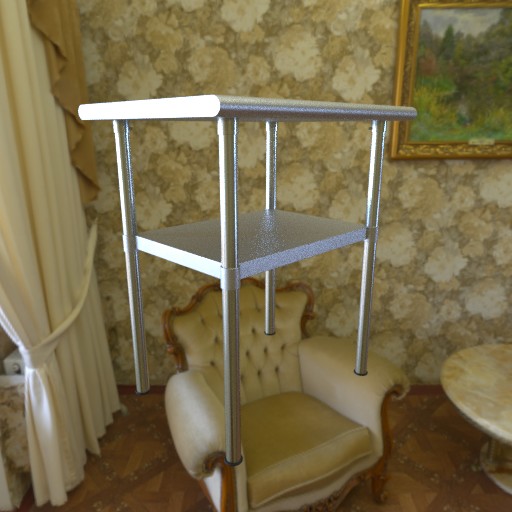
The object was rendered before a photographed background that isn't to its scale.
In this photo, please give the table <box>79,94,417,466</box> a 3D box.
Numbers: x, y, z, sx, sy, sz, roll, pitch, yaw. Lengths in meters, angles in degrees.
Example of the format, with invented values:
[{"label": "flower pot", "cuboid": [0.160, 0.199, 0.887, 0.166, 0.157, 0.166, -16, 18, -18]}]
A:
[{"label": "table", "cuboid": [0.000, 0.000, 1.365, 0.762, 0.876, 0.584, -16, 22, -43]}]
